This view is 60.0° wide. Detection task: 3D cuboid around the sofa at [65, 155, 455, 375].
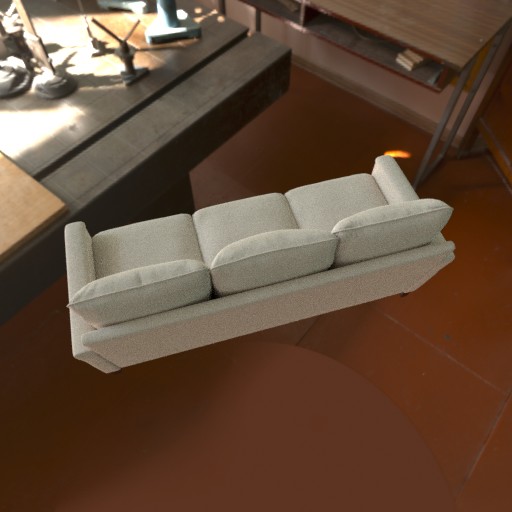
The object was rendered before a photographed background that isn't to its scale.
[{"bbox_3d":[0.000,0.000,2.438,1.925,0.961,0.828,-14,58,-9],"label":"sofa"}]
